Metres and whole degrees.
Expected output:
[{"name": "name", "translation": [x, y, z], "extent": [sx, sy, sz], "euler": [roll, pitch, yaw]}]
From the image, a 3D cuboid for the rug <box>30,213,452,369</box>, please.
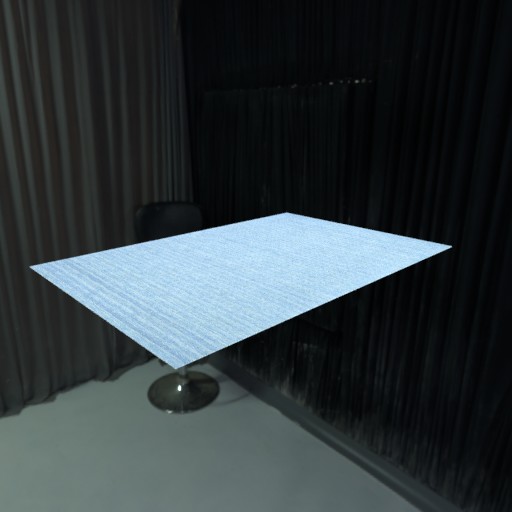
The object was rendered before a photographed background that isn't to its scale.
[{"name": "rug", "translation": [0.000, 0.000, 3.656], "extent": [2.895, 0.006, 1.982], "euler": [-16, 23, -41]}]
